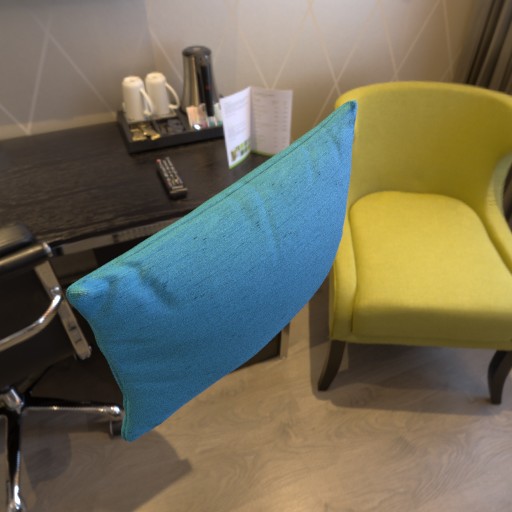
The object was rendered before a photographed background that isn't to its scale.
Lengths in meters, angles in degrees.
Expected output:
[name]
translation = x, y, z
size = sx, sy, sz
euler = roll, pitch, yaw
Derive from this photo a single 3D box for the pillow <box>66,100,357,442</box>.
[pillow]
translation = 0.000, 0.000, 0.755
size = 0.210, 0.338, 0.633
euler = 27, 48, 27
